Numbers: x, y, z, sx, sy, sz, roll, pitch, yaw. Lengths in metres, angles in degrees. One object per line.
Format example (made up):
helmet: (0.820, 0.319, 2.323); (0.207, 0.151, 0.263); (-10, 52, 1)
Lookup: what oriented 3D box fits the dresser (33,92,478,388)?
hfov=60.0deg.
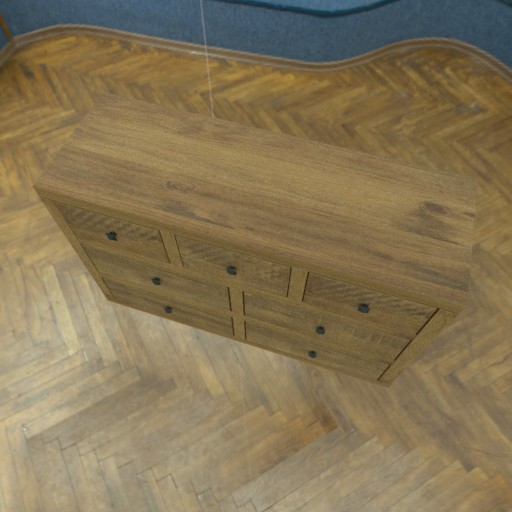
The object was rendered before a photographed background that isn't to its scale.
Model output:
dresser: (0.000, 0.000, 1.672); (1.261, 0.825, 0.479); (16, 60, 9)
